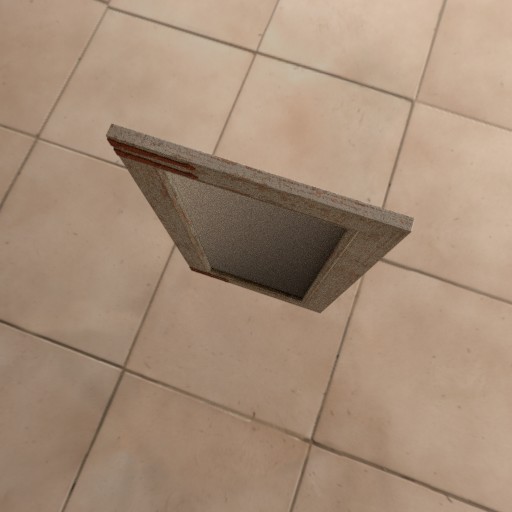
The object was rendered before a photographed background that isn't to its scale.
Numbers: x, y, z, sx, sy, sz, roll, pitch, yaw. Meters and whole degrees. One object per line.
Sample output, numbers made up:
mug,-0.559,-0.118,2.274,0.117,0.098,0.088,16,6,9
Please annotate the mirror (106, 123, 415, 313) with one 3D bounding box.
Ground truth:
mirror,0.000,0.000,1.095,0.472,0.922,0.027,18,76,5
